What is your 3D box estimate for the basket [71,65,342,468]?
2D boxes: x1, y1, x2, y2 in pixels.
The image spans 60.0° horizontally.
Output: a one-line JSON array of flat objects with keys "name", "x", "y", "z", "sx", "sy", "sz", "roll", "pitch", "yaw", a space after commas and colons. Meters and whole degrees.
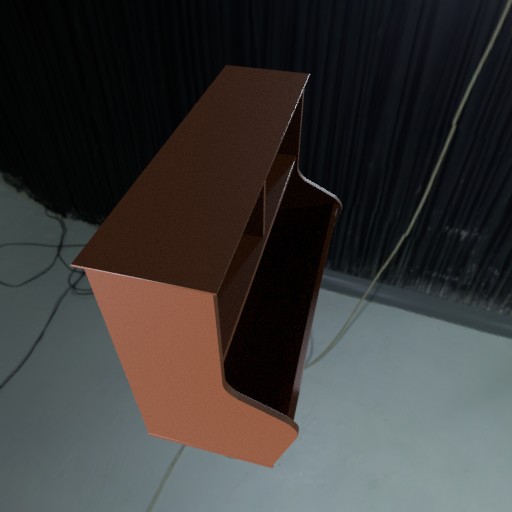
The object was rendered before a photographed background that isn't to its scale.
[{"name": "basket", "x": 0.000, "y": 0.000, "z": 1.130, "sx": 0.376, "sy": 0.625, "sz": 0.792, "roll": 10, "pitch": 45, "yaw": 10}]
